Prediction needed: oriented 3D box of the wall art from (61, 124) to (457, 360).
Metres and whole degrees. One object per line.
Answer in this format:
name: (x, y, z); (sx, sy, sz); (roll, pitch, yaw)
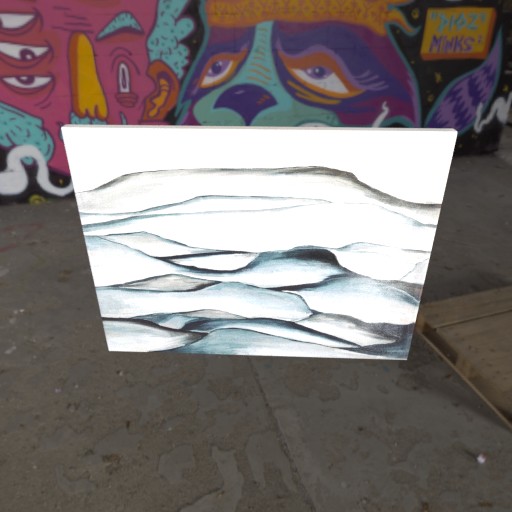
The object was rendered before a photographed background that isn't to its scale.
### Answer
wall art: (0.000, 0.000, 1.600); (1.219, 0.915, 0.039); (1, 30, 2)
